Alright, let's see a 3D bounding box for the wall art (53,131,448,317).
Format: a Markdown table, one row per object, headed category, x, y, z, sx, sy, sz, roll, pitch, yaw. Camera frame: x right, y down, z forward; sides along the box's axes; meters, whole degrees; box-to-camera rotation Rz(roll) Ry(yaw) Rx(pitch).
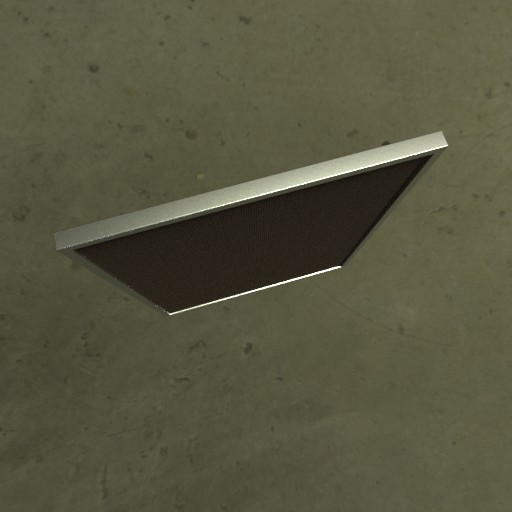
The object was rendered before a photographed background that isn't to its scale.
| category | x | y | z | sx | sy | sz | roll | pitch | yaw |
| --- | --- | --- | --- | --- | --- | --- | --- | --- | --- |
| wall art | 0.000 | 0.000 | 1.386 | 0.801 | 1.062 | 0.037 | -15 | 76 | -4 |
